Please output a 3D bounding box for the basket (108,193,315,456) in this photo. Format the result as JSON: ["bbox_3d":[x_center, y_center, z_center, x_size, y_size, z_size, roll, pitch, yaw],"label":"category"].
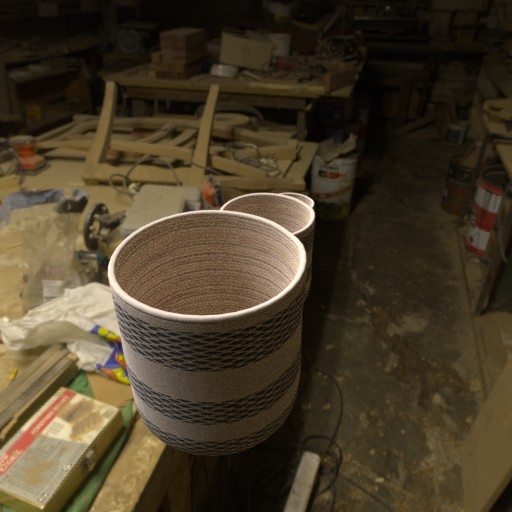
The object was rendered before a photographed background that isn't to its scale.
[{"bbox_3d":[0.000,0.000,1.106,0.351,0.356,0.917,9,33,14],"label":"basket"}]
